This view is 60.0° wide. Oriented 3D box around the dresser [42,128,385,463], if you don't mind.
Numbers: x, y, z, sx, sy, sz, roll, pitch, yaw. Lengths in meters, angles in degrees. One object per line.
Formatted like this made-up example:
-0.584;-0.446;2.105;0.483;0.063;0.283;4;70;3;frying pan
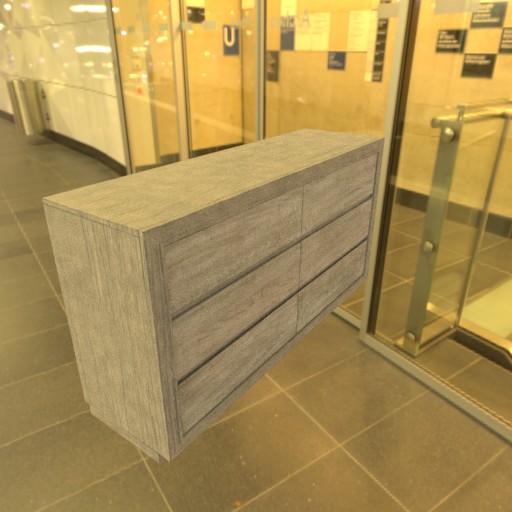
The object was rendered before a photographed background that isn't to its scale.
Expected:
0.000;0.000;2.051;0.483;0.889;1.628;18;30;32;dresser
